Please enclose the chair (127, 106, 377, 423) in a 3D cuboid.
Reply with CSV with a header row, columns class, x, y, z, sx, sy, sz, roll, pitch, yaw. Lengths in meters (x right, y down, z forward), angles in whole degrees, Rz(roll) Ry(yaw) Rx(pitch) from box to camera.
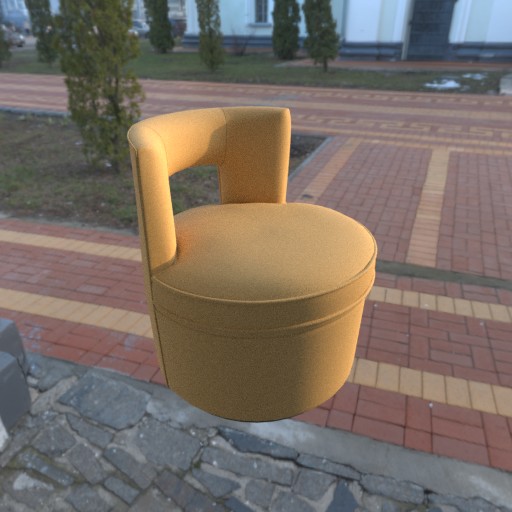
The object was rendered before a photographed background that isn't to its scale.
class,x,y,z,sx,sy,sz,roll,pitch,yaw
chair,0.000,0.000,1.258,0.665,0.723,0.650,18,33,31
